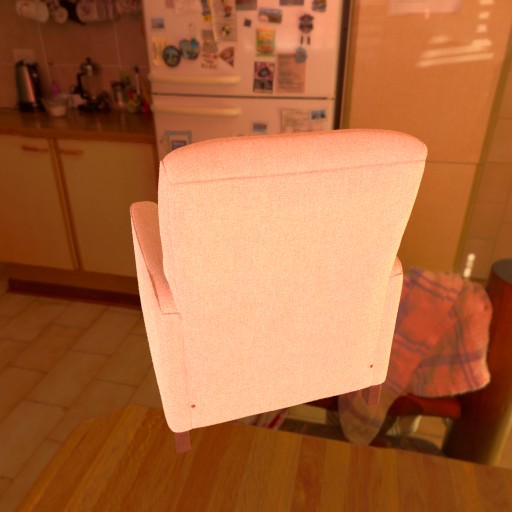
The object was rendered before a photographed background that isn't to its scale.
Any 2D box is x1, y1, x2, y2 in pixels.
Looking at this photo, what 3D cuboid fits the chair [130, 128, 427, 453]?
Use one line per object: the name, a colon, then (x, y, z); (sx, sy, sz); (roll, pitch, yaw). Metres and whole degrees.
chair: (0.000, 0.000, 1.613); (0.845, 1.023, 0.859); (-8, 29, -15)
